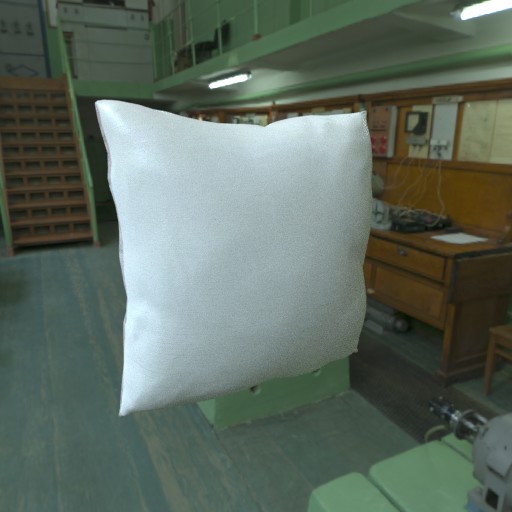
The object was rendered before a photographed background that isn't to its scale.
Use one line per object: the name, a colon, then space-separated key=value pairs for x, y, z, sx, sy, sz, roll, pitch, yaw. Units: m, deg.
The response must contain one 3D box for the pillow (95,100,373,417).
pillow: x=0.000 y=0.000 z=0.692 sx=0.450 sy=0.448 sz=0.245 roll=-8 pitch=18 yaw=-27
